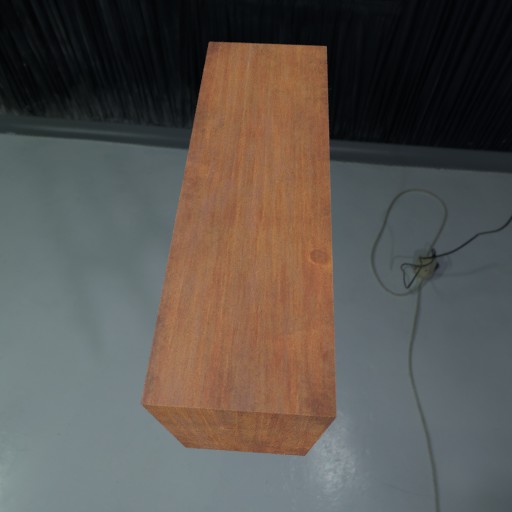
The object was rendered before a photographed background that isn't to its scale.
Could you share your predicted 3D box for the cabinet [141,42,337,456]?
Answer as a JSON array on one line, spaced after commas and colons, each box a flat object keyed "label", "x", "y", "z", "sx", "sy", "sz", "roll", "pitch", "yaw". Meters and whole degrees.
[{"label": "cabinet", "x": 0.000, "y": 0.000, "z": 1.552, "sx": 0.403, "sy": 0.805, "sz": 1.204, "roll": 3, "pitch": 60, "yaw": 2}]
